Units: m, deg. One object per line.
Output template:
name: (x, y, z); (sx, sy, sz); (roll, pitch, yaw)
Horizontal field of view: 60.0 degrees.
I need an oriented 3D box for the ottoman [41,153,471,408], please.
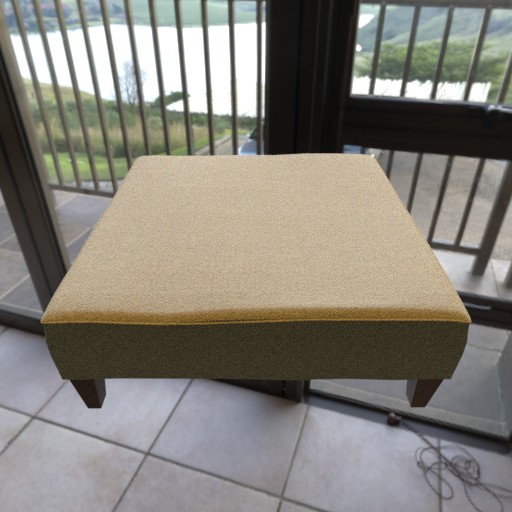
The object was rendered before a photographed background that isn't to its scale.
ottoman: (0.000, 0.000, 1.473); (0.968, 0.379, 1.004); (0, 33, 0)
